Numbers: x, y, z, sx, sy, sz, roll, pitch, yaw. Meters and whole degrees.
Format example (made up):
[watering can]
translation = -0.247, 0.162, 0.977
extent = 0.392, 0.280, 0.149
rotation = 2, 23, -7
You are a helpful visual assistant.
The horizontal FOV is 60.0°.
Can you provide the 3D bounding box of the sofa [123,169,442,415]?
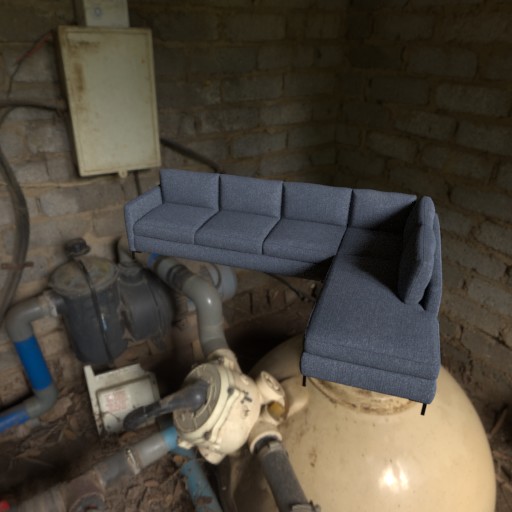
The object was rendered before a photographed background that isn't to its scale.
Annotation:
[sofa]
translation = 0.000, 0.000, 3.789
extent = 2.949, 0.815, 2.007
rotation = 9, 29, 17
